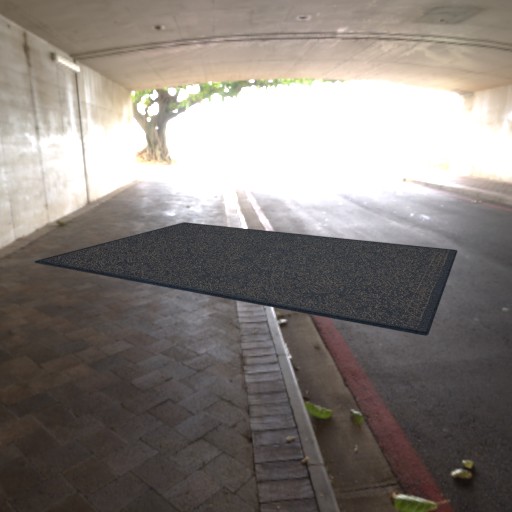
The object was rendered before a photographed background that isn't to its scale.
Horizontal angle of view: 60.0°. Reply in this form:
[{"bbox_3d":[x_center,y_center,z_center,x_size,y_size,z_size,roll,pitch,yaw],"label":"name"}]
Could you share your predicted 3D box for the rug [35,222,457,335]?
[{"bbox_3d":[0.000,0.000,2.290,1.829,0.010,1.219,8,16,27],"label":"rug"}]
